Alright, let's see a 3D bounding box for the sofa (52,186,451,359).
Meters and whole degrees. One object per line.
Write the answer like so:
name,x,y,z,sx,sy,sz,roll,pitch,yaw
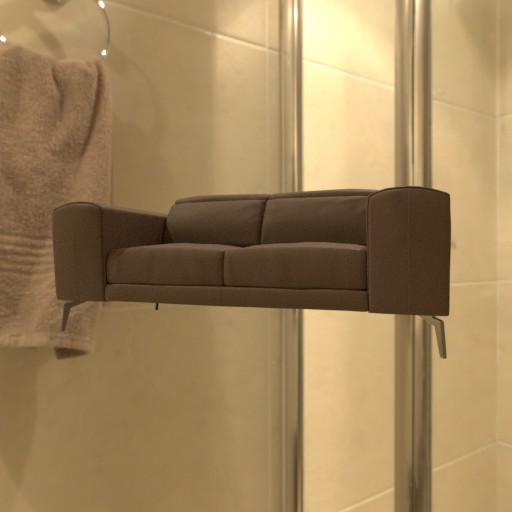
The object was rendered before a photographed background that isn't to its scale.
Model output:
sofa,0.000,0.000,2.409,1.895,0.779,1.003,0,0,19
